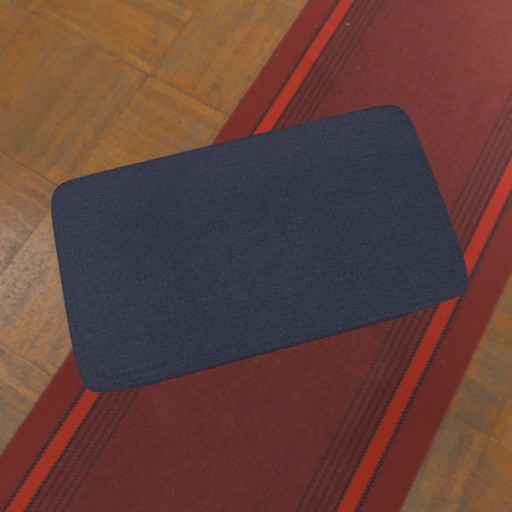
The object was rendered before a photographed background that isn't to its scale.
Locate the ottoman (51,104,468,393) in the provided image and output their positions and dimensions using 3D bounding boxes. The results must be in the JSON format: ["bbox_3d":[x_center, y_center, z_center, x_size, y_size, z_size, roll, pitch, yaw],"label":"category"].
[{"bbox_3d":[0.000,0.000,1.187,0.895,0.453,0.505,-14,77,-3],"label":"ottoman"}]
